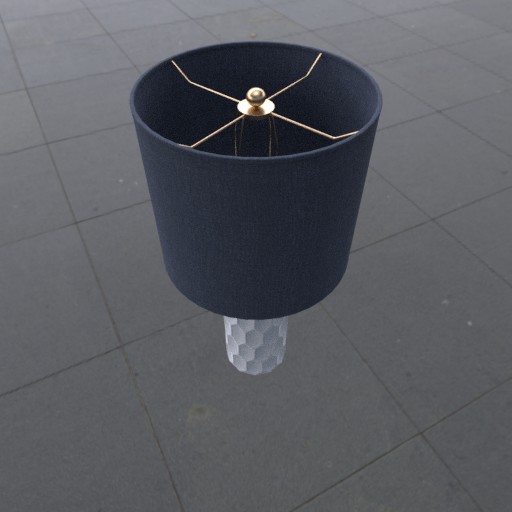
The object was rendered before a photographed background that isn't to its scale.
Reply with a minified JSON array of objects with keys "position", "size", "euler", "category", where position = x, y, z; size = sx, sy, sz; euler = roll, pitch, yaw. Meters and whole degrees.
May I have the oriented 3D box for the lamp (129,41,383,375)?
[{"position":[0.000,0.000,0.686],"size":[0.277,0.537,0.277],"euler":[-9,47,-9],"category":"lamp"}]
